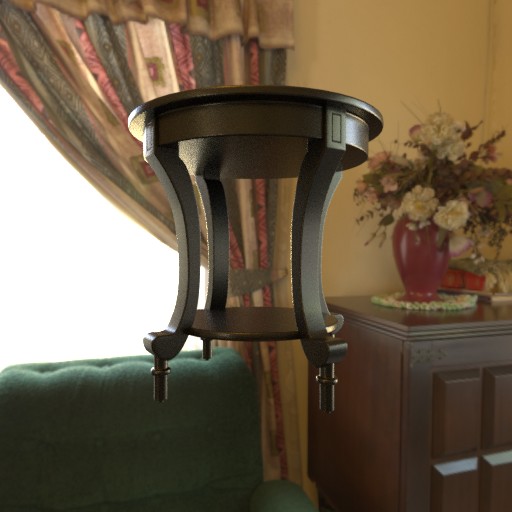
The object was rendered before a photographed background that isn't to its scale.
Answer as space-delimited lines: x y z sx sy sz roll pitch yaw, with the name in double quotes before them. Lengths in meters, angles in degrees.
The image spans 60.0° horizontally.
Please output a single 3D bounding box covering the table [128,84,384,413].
"table" 0.000 0.000 1.085 0.597 0.618 0.597 0 1 0
